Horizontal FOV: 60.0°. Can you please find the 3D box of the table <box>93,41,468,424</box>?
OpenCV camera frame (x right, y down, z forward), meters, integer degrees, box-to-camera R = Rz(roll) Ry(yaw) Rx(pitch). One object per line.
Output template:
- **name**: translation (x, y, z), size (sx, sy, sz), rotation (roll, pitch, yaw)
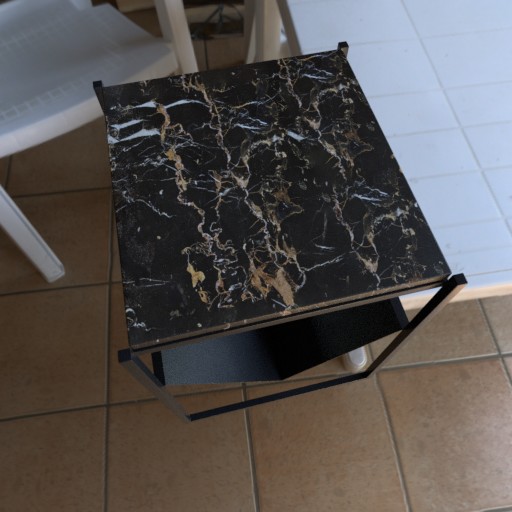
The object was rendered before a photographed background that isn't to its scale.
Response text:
- **table**: translation (0.000, 0.000, 0.868), size (0.432, 0.534, 0.469), rotation (-12, 63, -6)
